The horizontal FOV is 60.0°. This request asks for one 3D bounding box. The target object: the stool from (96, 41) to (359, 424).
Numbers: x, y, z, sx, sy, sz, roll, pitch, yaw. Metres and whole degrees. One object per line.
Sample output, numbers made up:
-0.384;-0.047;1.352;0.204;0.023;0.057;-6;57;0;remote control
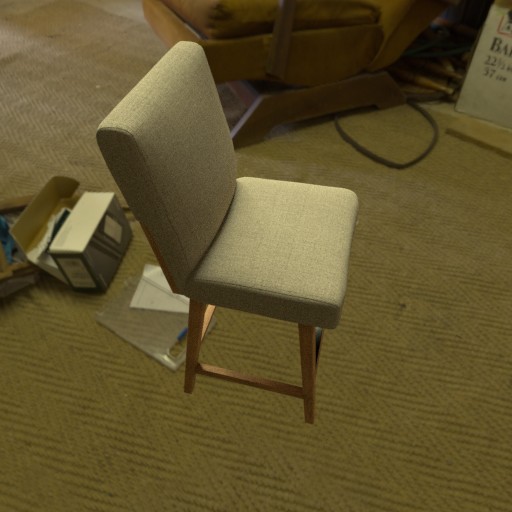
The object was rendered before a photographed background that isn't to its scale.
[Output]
0.000;0.000;1.279;0.526;1.010;0.459;11;48;10;stool
